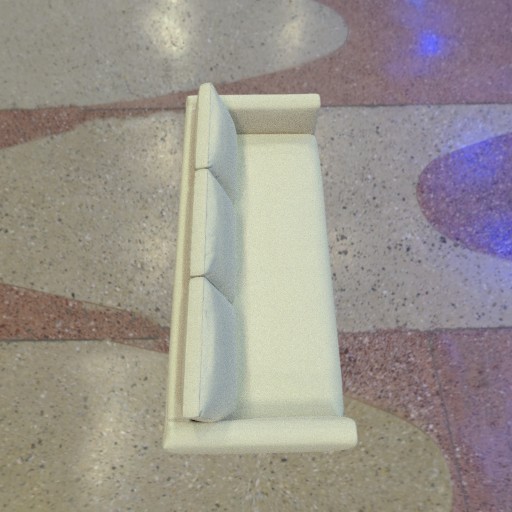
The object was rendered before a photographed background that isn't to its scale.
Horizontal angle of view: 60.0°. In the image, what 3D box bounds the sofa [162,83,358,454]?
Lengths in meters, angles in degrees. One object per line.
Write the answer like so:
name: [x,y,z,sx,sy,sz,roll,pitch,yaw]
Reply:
sofa: [0.000,0.000,2.688,0.902,0.911,2.198,-1,64,0]
